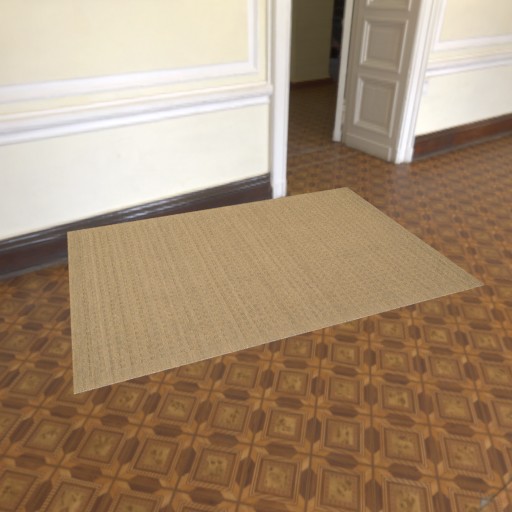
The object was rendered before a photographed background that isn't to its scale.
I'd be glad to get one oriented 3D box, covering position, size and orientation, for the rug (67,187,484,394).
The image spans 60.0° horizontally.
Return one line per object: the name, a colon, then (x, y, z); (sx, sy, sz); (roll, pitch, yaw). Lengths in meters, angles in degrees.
rug: (0.000, 0.000, 3.657); (2.895, 0.006, 1.981); (-11, 33, -18)
